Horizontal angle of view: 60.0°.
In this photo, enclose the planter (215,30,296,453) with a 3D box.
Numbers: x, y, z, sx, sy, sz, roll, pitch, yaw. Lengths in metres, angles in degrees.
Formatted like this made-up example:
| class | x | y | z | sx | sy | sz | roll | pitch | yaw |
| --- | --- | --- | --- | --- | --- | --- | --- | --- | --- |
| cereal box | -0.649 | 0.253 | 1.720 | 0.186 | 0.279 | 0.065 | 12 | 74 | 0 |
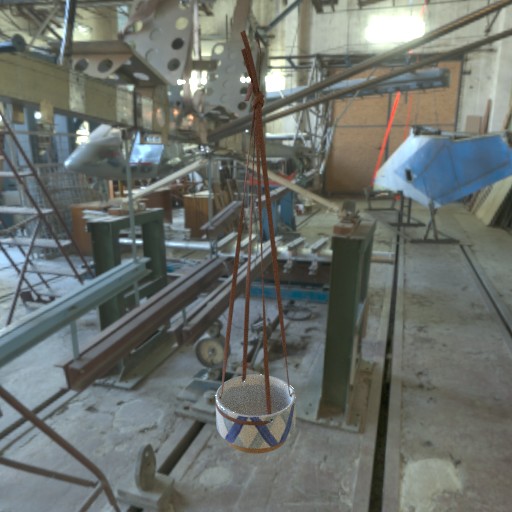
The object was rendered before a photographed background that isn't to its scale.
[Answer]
| class | x | y | z | sx | sy | sz | roll | pitch | yaw |
| --- | --- | --- | --- | --- | --- | --- | --- | --- | --- |
| planter | 0.000 | 0.000 | 0.830 | 0.166 | 0.751 | 0.166 | -7 | 15 | -26 |
